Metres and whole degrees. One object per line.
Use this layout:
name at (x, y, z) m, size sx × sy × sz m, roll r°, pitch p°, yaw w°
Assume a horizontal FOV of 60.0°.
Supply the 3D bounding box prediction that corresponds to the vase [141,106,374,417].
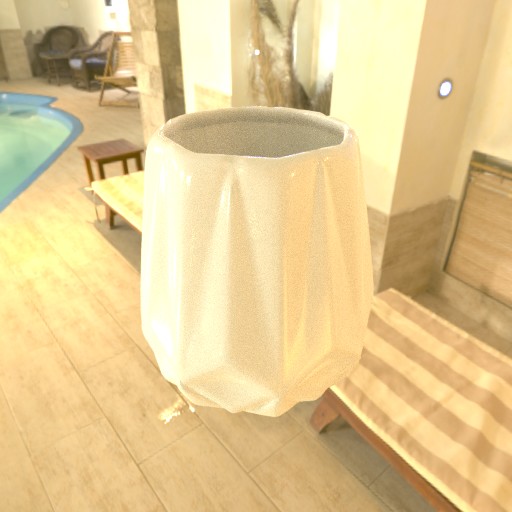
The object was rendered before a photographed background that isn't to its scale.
vase at (0.000, 0.000, 0.262) m, size 0.141 × 0.152 × 0.141 m, roll 0°, pitch 31°, yaw 0°
